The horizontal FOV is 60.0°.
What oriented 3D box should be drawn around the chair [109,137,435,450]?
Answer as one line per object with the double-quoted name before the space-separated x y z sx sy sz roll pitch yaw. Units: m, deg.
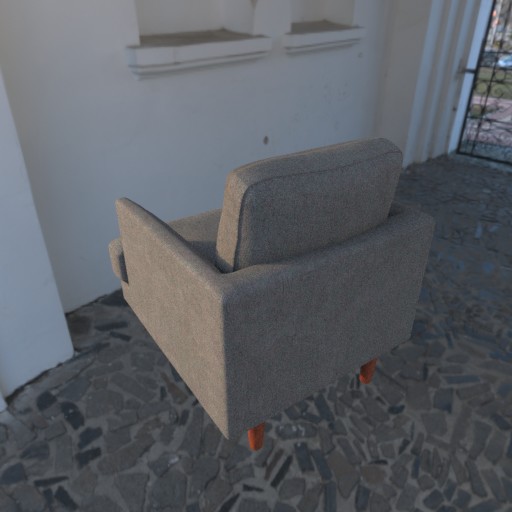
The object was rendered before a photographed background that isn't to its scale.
"chair" 0.000 0.000 1.662 0.858 0.957 0.899 -19 35 -29
